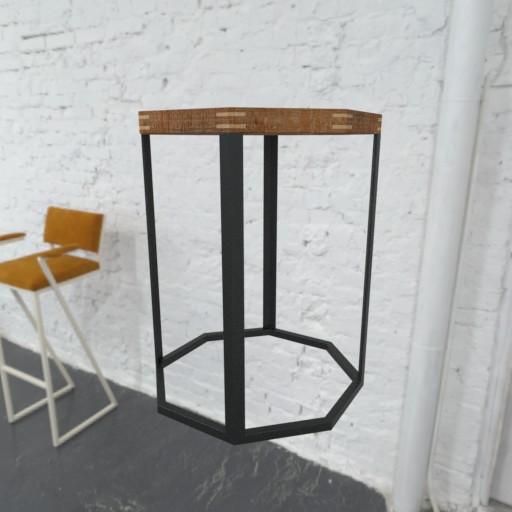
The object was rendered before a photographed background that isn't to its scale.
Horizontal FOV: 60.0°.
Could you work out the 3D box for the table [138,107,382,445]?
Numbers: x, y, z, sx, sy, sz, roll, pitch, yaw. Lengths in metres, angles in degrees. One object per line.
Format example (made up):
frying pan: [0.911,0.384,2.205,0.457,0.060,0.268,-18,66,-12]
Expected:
table: [0.000,0.000,0.898,0.458,0.543,0.458,2,15,9]
